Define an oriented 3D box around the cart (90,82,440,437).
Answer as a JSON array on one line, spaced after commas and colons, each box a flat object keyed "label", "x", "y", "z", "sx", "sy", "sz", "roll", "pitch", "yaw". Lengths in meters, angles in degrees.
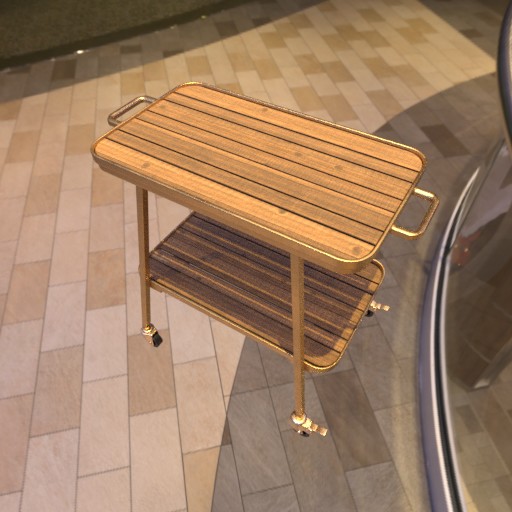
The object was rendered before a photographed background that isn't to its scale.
[{"label": "cart", "x": 0.000, "y": 0.000, "z": 1.260, "sx": 0.806, "sy": 0.700, "sz": 0.524, "roll": 24, "pitch": 52, "yaw": 21}]
